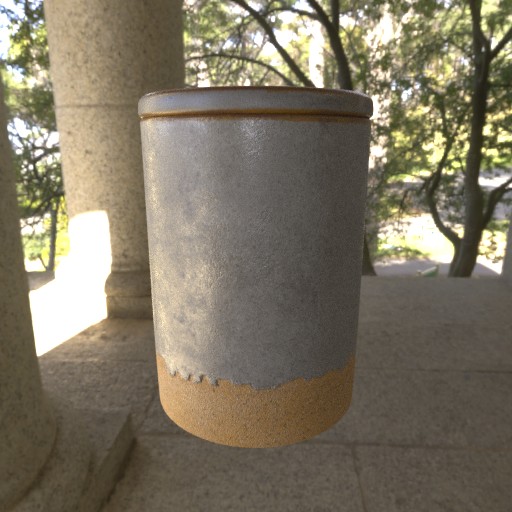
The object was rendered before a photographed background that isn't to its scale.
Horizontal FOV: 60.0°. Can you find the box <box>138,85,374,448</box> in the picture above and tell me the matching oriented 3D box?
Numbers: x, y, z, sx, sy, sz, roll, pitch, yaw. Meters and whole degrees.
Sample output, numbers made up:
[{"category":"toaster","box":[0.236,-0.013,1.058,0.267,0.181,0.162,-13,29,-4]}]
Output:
[{"category":"box","box":[0.000,0.000,0.248,0.118,0.168,0.118,0,15,0]}]
